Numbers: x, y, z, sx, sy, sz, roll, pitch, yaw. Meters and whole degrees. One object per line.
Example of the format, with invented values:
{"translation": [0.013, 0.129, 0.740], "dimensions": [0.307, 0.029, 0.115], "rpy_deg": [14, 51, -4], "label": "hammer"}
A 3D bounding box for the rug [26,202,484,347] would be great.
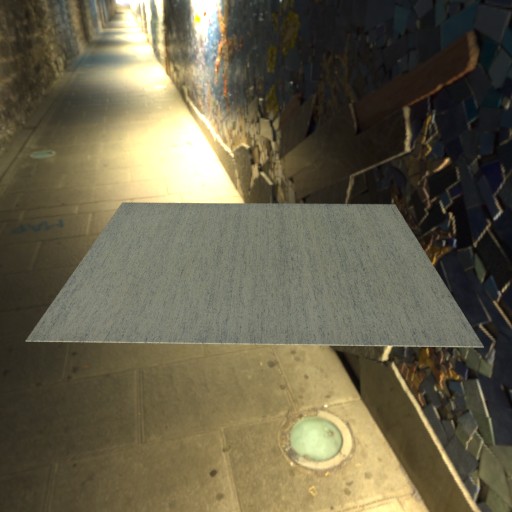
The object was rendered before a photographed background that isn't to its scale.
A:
{"translation": [0.000, 0.000, 4.145], "dimensions": [3.197, 0.006, 2.438], "rpy_deg": [1, 30, 1], "label": "rug"}
